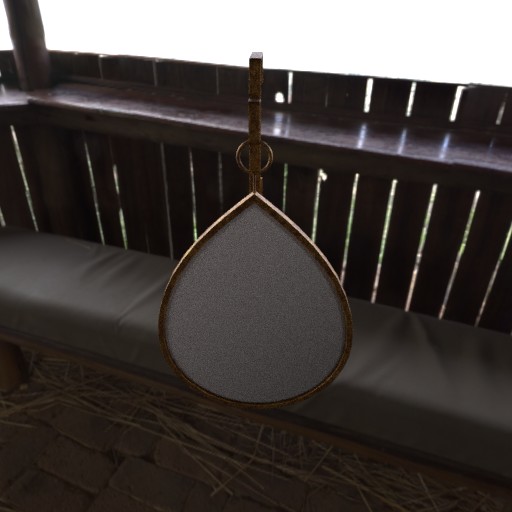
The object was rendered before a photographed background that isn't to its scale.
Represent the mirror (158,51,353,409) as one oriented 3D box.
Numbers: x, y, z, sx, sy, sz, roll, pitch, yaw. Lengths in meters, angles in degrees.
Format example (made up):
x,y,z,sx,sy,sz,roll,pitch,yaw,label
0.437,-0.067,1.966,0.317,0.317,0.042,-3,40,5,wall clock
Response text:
x,y,z,sx,sy,sz,roll,pitch,yaw,label
0.000,0.000,0.900,0.405,0.744,0.144,1,30,2,mirror
